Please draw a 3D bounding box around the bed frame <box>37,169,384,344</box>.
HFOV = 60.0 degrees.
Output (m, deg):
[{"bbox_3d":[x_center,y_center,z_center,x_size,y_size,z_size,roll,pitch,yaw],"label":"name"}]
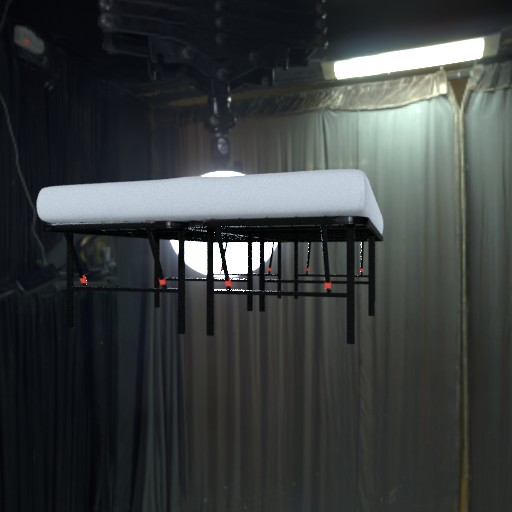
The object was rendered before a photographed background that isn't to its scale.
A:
[{"bbox_3d":[0.000,0.000,2.560,1.372,0.637,1.905,0,0,18],"label":"bed frame"}]
